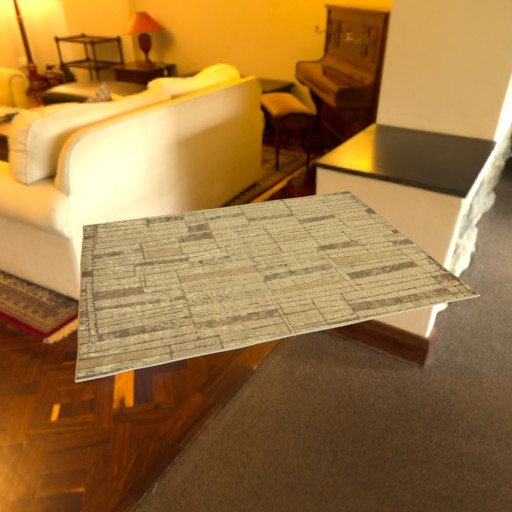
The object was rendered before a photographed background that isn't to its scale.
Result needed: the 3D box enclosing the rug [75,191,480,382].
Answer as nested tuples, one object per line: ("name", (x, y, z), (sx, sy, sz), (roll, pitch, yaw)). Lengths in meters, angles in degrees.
("rug", (0.000, 0.000, 4.445), (3.357, 0.019, 2.449), (-9, 32, -15))
